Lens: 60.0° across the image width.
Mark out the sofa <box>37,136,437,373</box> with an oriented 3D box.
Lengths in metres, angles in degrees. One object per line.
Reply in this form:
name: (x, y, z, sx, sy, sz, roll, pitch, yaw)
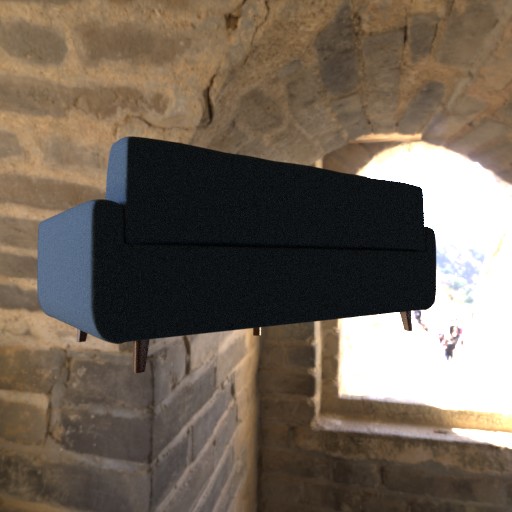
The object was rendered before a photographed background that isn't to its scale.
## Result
sofa: (0.000, 0.000, 2.465, 2.055, 0.884, 0.942, 1, -1, -36)
